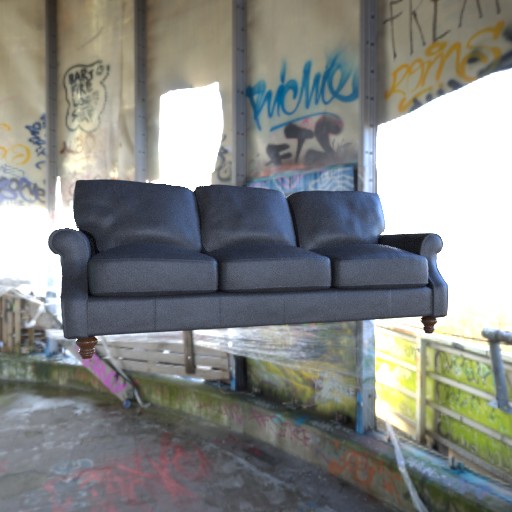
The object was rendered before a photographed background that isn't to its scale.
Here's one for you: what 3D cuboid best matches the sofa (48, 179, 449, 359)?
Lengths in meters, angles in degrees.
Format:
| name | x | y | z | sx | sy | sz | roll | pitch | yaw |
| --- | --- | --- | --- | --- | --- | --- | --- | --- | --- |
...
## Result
| name | x | y | z | sx | sy | sz | roll | pitch | yaw |
| --- | --- | --- | --- | --- | --- | --- | --- | --- | --- |
| sofa | 0.000 | 0.000 | 2.856 | 2.387 | 0.977 | 0.974 | 0 | 1 | -18 |
